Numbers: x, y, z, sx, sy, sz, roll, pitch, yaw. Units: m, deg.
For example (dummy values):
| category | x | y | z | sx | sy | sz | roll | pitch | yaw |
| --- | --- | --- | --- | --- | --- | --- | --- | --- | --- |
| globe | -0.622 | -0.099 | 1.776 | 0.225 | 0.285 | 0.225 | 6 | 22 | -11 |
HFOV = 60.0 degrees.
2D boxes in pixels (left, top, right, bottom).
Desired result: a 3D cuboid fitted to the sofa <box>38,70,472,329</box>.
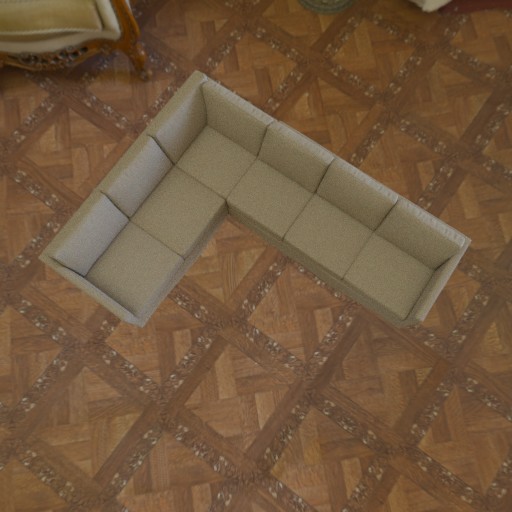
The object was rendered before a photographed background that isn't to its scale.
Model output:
| category | x | y | z | sx | sy | sz | roll | pitch | yaw |
| --- | --- | --- | --- | --- | --- | --- | --- | --- | --- |
| sofa | 0.000 | 0.000 | 4.293 | 3.182 | 0.871 | 2.432 | 34 | 79 | 8 |
